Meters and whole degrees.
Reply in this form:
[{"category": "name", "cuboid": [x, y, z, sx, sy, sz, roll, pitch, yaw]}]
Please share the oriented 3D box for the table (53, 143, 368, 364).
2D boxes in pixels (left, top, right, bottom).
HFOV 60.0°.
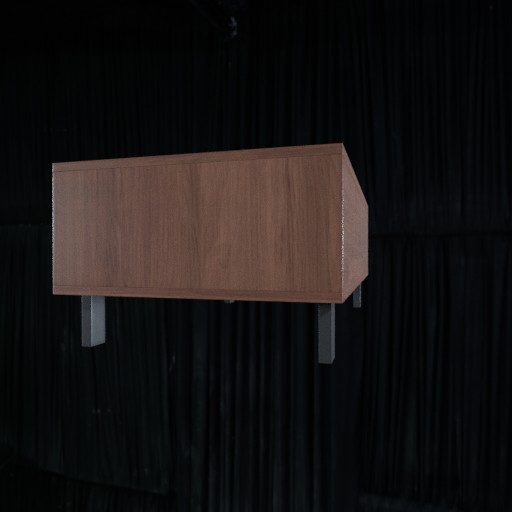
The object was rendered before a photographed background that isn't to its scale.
[{"category": "table", "cuboid": [0.000, 0.000, 1.308, 0.600, 0.380, 1.020, 0, 0, 16]}]
